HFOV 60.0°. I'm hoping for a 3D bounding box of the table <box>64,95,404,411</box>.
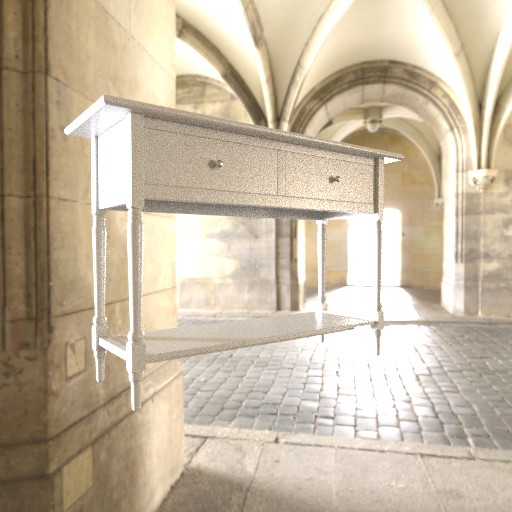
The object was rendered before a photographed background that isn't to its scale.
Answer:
[{"bbox_3d":[0.000,0.000,1.586,1.197,0.808,0.384,-1,1,-36],"label":"table"}]
